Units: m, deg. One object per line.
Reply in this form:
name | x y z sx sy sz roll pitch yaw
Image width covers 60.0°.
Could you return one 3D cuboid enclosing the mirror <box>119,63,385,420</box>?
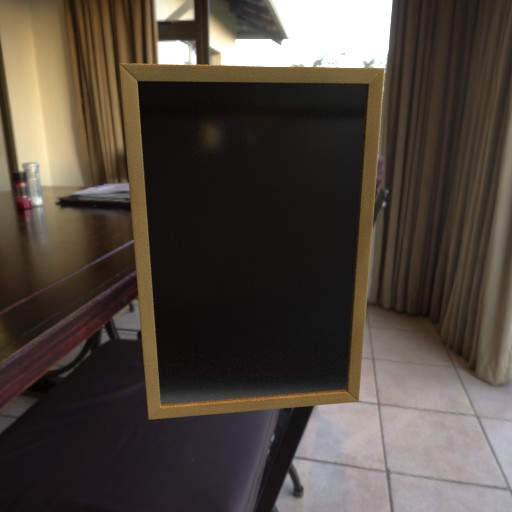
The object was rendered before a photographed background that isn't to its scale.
mirror | 0.000 0.000 1.158 0.609 0.915 0.040 -2 17 -7
